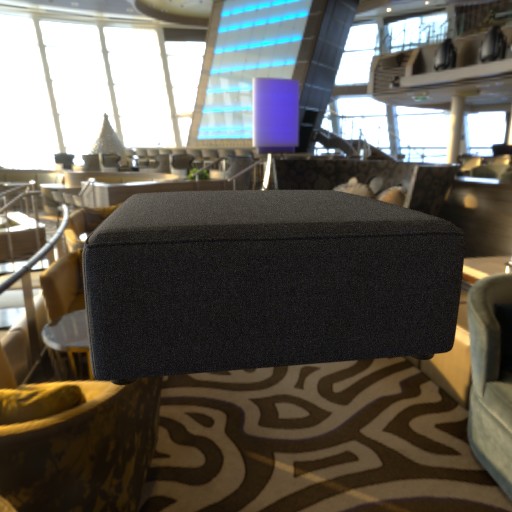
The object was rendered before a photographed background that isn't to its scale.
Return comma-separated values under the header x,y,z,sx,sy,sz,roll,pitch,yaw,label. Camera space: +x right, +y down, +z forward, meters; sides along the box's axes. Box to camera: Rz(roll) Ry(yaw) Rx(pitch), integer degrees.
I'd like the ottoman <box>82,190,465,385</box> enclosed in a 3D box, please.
x,y,z,sx,sy,sz,roll,pitch,yaw,label
0.000,0.000,1.596,1.000,0.439,1.000,-2,14,-9,ottoman
